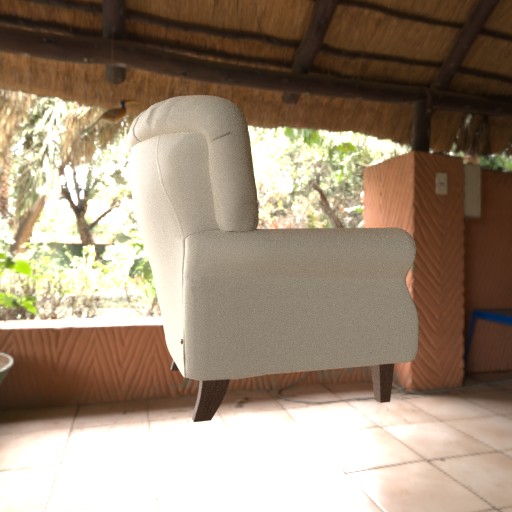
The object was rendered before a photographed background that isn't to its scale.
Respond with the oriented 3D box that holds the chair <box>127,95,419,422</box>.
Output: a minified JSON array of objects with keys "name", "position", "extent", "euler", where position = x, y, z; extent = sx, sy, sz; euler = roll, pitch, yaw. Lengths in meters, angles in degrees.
[{"name":"chair","position":[0.000,0.000,2.019],"extent":[1.132,1.169,1.035],"euler":[0,-1,-17]}]
